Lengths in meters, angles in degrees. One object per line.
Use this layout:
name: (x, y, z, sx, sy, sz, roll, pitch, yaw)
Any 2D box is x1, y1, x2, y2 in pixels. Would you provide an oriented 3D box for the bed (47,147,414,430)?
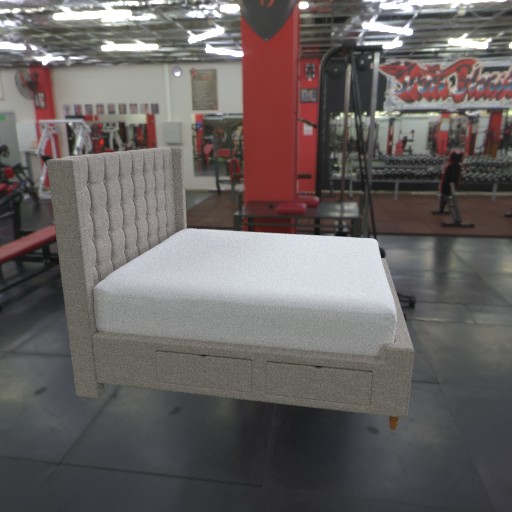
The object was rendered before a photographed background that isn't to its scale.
bed: (0.000, 0.000, 3.816, 2.372, 1.748, 2.044, 3, 16, 11)
